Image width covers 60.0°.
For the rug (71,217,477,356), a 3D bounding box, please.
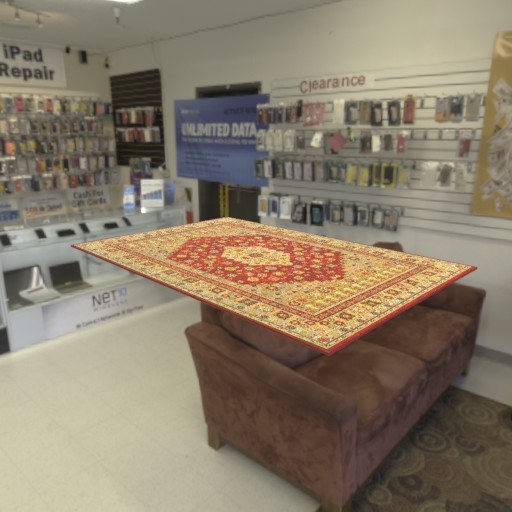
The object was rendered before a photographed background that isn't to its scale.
[{"bbox_3d":[0.000,0.000,2.321,1.802,0.013,1.194,15,22,43],"label":"rug"}]
